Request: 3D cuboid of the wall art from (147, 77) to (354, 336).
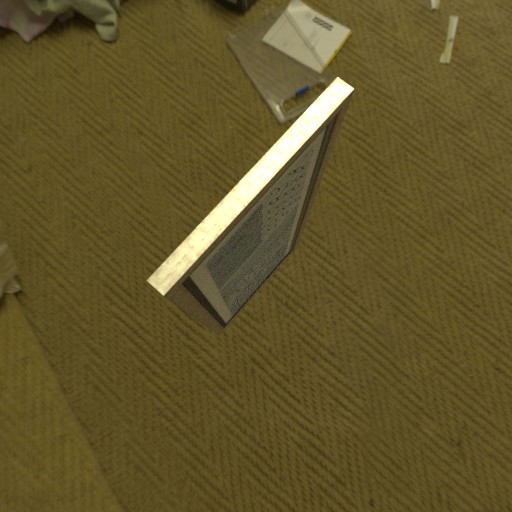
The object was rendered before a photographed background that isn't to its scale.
[{"bbox_3d":[0.000,0.000,1.696,0.051,1.461,0.648,40,80,9],"label":"wall art"}]
